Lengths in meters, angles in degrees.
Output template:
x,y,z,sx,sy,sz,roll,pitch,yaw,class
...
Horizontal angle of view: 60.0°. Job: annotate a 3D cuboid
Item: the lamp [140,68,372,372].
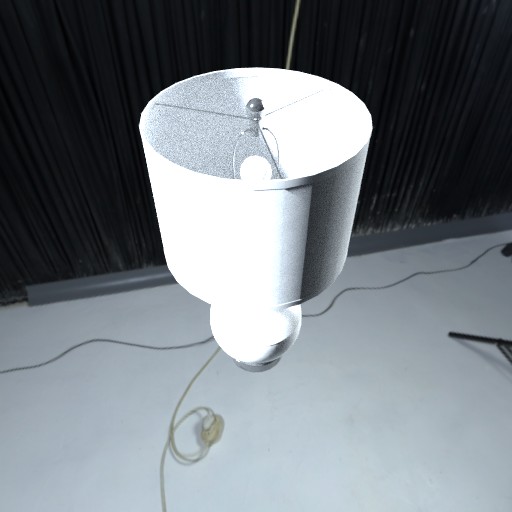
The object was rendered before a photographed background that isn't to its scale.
x,y,z,sx,sy,sz,roll,pitch,yaw,class
0.000,0.000,0.908,0.357,0.673,0.357,-8,46,-8,lamp
